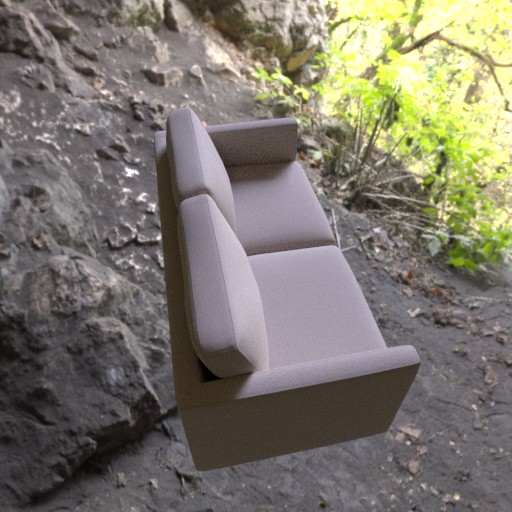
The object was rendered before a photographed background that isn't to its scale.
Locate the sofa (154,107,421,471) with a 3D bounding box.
[{"bbox_3d":[0.000,0.000,2.207,0.873,0.888,1.722,-8,47,-8],"label":"sofa"}]
